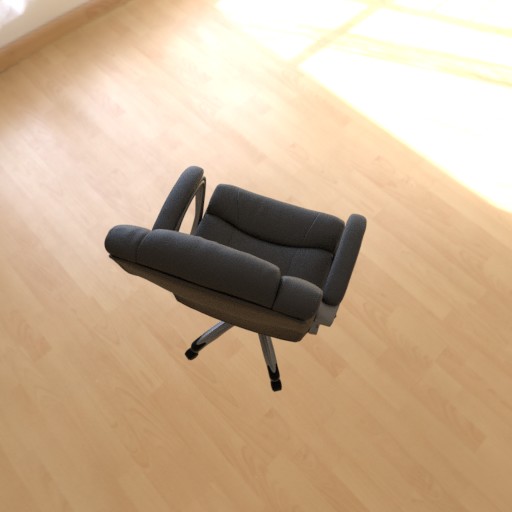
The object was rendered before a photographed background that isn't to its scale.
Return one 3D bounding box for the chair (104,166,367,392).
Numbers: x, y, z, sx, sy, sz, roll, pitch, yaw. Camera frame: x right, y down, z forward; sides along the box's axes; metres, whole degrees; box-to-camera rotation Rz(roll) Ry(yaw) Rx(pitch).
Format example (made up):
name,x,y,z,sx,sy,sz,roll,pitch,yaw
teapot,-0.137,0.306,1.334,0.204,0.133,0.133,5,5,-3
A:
name,x,y,z,sx,sy,sz,roll,pitch,yaw
chair,0.000,0.000,1.572,0.721,1.130,0.719,19,65,9
